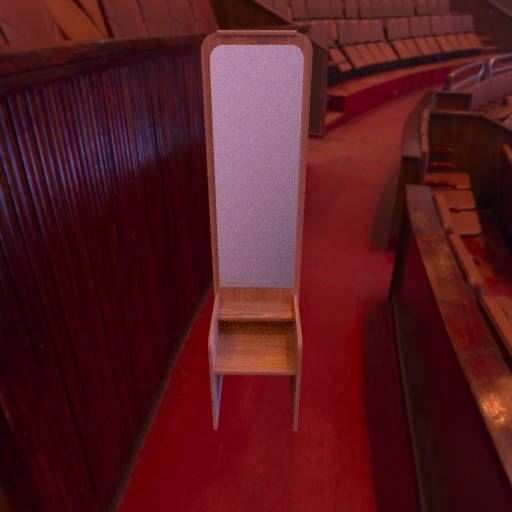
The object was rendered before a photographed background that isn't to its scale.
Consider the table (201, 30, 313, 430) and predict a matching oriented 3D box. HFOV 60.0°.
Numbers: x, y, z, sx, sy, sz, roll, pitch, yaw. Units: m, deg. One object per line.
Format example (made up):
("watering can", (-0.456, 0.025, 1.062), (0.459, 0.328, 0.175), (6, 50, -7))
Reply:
("table", (0.000, 0.000, 2.030), (0.450, 1.830, 0.420), (0, 29, 1))
